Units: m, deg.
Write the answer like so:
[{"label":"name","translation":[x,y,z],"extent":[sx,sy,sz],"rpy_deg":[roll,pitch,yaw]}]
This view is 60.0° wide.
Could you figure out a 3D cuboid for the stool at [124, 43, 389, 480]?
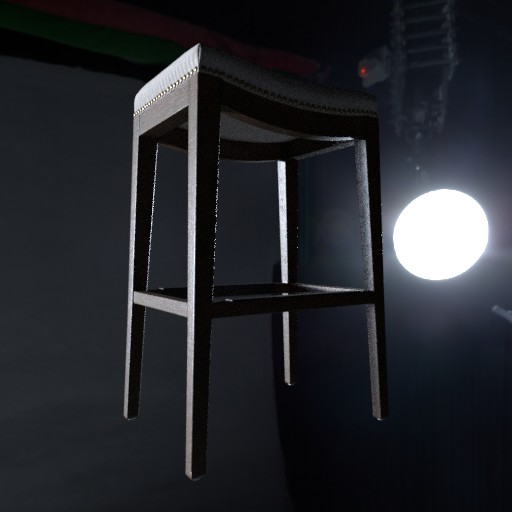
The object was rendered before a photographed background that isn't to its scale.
[{"label":"stool","translation":[0.000,0.000,1.033],"extent":[0.508,0.762,0.356],"rpy_deg":[0,1,-35]}]
